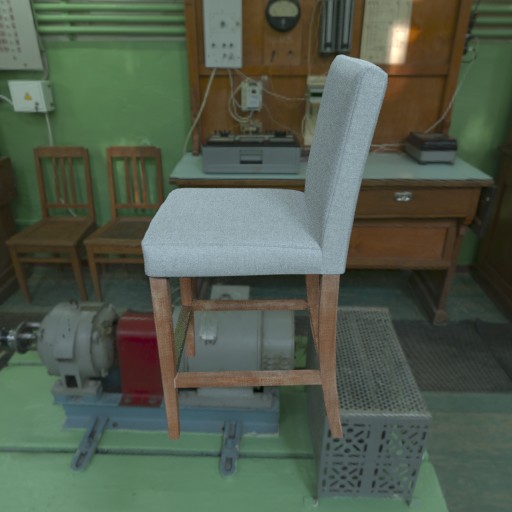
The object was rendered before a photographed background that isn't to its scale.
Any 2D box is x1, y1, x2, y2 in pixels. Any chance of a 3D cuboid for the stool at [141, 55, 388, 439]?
[{"bbox_3d":[0.000,0.000,1.336,0.570,1.088,0.439,0,27,0],"label":"stool"}]
